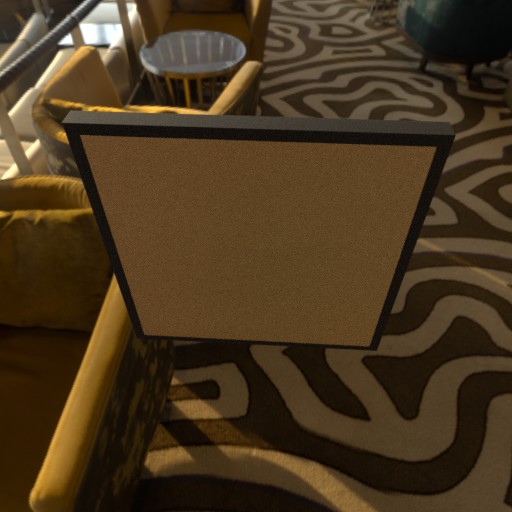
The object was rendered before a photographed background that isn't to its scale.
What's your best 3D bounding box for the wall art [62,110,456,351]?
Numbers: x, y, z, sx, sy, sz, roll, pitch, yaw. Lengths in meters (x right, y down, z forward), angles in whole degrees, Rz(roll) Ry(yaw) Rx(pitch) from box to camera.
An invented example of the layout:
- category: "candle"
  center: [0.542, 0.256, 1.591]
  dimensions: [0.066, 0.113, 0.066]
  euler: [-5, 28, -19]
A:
- category: "wall art"
  center: [0.000, 0.000, 0.765]
  dimensions: [0.508, 0.507, 0.033]
  euler: [2, 46, 2]
